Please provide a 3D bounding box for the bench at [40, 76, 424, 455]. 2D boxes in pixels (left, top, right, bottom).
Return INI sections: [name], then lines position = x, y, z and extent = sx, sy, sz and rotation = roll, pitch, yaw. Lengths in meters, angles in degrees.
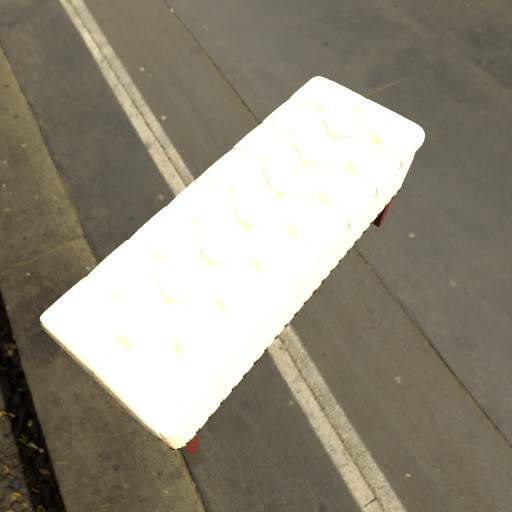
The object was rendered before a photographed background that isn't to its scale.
[bench]
position = 0.000, 0.000, 1.283
extent = 0.400, 0.470, 1.054
rotation = 35, 65, 19
